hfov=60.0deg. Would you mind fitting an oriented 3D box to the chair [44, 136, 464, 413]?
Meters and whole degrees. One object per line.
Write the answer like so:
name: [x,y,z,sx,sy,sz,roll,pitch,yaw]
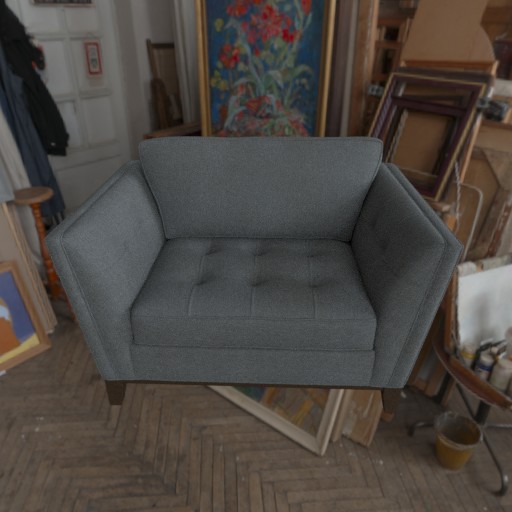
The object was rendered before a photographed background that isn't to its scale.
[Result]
chair: [0.000,0.000,2.025,1.396,0.942,0.965,1,28,2]
